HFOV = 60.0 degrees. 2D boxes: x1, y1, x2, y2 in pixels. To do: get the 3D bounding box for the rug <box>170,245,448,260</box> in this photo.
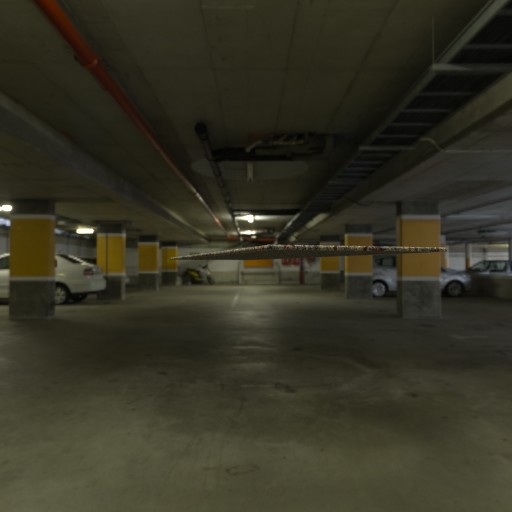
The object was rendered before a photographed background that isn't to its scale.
[{"bbox_3d":[0.000,0.000,2.561,0.688,0.015,2.292,0,-1,-19],"label":"rug"}]
